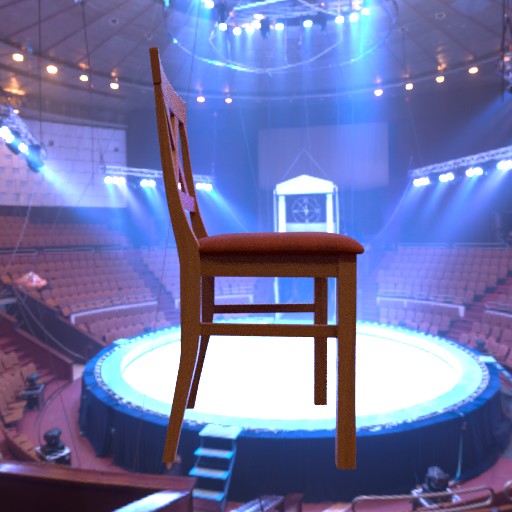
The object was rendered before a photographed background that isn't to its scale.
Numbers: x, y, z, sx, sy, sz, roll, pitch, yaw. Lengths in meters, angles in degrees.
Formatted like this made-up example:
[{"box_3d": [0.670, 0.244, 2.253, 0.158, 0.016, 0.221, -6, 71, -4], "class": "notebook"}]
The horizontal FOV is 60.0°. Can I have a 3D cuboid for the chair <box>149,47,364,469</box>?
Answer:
[{"box_3d": [0.000, 0.000, 1.155, 0.492, 0.912, 0.439, 0, 1, 0], "class": "chair"}]
